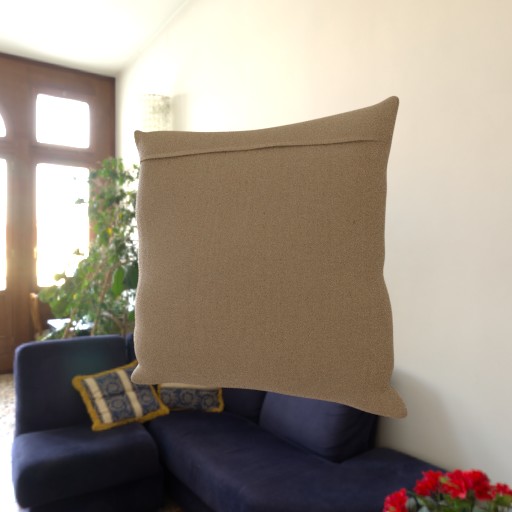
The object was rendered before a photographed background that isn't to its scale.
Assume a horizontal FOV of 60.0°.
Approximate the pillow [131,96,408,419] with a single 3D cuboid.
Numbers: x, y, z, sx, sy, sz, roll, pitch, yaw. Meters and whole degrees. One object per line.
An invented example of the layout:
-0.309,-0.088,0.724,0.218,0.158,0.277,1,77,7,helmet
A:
0.000,0.000,0.680,0.440,0.441,0.182,0,0,20,pillow
